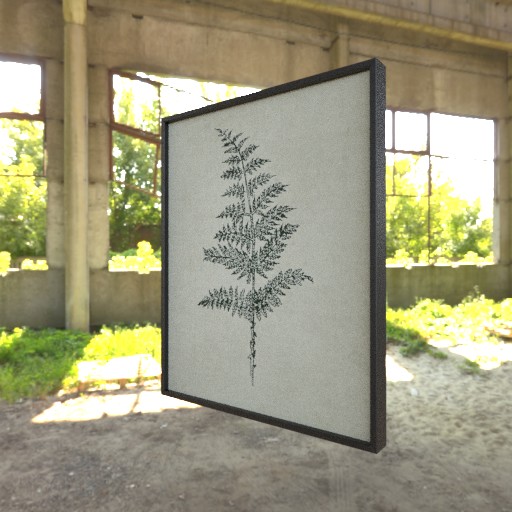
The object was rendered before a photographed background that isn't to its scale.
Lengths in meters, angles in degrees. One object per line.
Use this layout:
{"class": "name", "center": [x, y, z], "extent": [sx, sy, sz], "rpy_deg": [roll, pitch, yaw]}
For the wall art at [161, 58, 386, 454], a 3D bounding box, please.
{"class": "wall art", "center": [0.000, 0.000, 0.769], "extent": [0.449, 0.555, 0.039], "rpy_deg": [0, 0, 37]}
